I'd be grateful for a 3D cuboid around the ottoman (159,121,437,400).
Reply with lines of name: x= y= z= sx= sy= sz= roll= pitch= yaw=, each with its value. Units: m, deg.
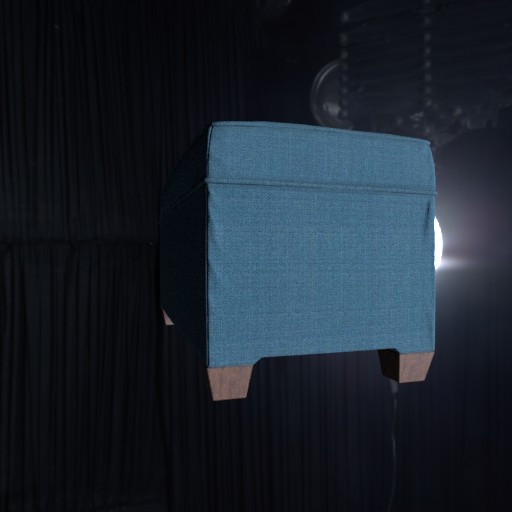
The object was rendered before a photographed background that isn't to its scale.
ottoman: x=0.000 y=0.000 z=1.209 sx=0.474 sy=0.474 sz=0.943 roll=0 pitch=0 yaw=-17
